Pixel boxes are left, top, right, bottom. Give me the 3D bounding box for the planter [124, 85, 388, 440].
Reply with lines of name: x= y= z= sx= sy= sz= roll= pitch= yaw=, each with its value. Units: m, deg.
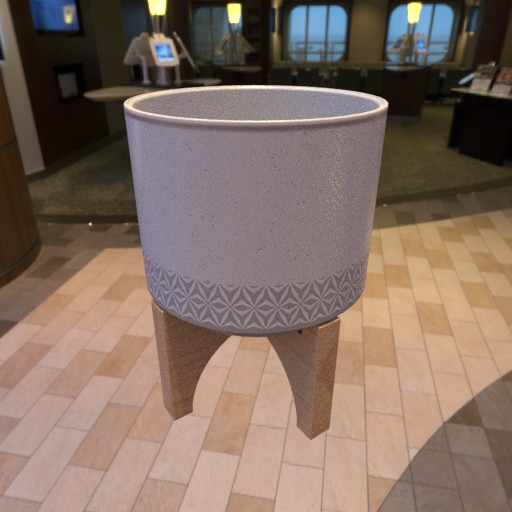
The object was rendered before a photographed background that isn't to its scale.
planter: x=0.000 y=0.000 z=0.264 sx=0.130 sy=0.178 sz=0.130 roll=0 pitch=27 yaw=0
